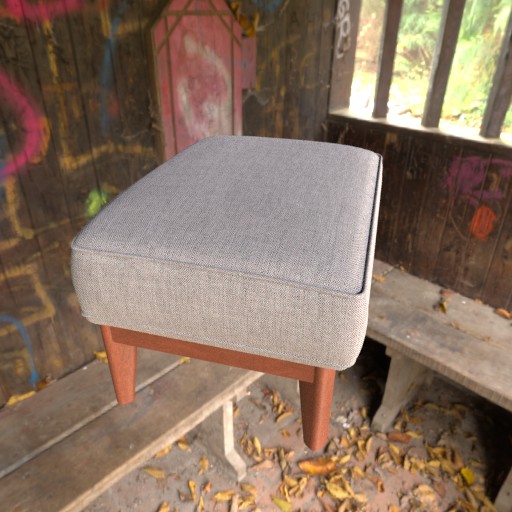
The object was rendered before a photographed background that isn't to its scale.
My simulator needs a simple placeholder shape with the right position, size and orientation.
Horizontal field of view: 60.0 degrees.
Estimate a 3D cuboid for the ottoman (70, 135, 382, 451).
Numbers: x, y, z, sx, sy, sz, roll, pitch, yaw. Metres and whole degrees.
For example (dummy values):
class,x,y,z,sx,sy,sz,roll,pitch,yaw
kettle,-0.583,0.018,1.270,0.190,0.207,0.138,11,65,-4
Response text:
class,x,y,z,sx,sy,sz,roll,pitch,yaw
ottoman,0.000,0.000,1.097,0.555,0.458,0.750,8,31,14
